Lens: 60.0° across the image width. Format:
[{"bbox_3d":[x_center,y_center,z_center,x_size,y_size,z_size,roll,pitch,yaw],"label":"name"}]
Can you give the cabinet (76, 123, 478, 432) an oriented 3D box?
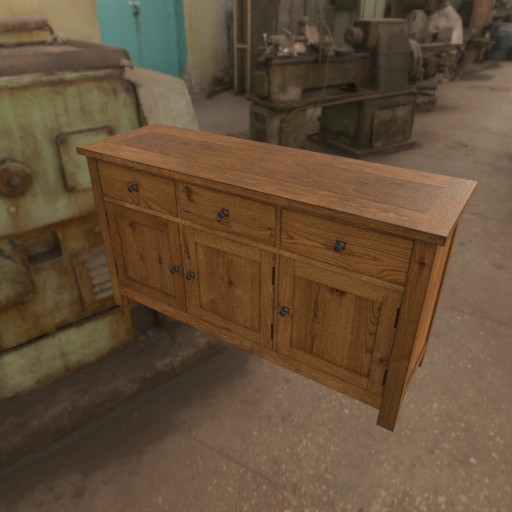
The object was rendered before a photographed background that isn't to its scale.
[{"bbox_3d":[0.000,0.000,1.870,1.474,0.813,0.480,18,35,28],"label":"cabinet"}]
